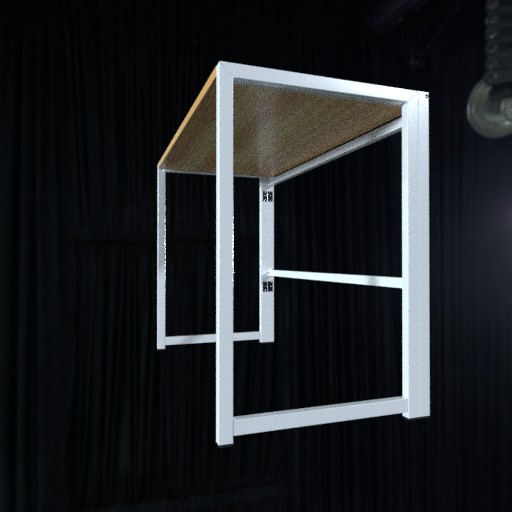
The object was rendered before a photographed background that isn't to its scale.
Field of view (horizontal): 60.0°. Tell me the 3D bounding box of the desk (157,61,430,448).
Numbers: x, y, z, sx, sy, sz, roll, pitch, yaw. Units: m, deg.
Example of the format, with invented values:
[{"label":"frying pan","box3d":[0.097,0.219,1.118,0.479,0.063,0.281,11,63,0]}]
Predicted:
[{"label":"desk","box3d":[0.000,0.000,1.432,0.508,0.762,1.016,0,-1,-19]}]
